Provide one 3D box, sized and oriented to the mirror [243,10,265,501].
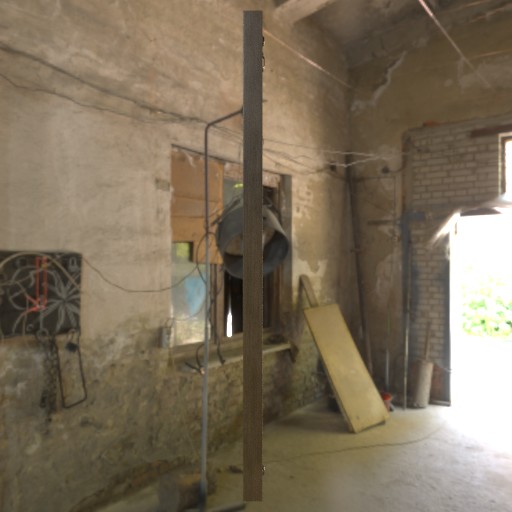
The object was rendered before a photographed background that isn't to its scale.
[{"bbox_3d":[0.000,0.000,1.130,0.041,0.915,0.609,0,0,1],"label":"mirror"}]
